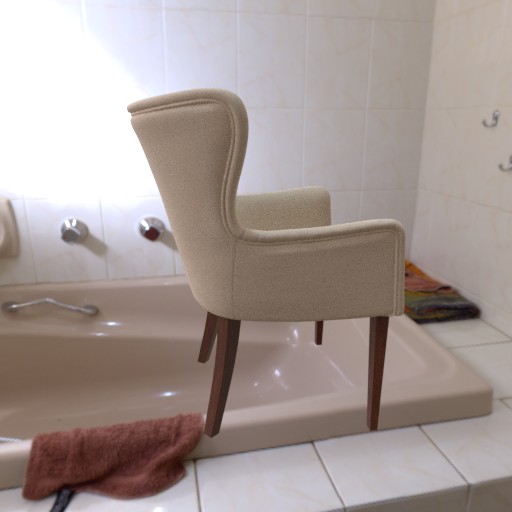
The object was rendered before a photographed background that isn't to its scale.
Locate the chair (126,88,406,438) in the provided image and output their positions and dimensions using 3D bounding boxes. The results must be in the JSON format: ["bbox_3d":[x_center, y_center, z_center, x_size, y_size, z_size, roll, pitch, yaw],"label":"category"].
[{"bbox_3d":[0.000,0.000,1.453,0.744,0.990,0.696,-3,17,-9],"label":"chair"}]
